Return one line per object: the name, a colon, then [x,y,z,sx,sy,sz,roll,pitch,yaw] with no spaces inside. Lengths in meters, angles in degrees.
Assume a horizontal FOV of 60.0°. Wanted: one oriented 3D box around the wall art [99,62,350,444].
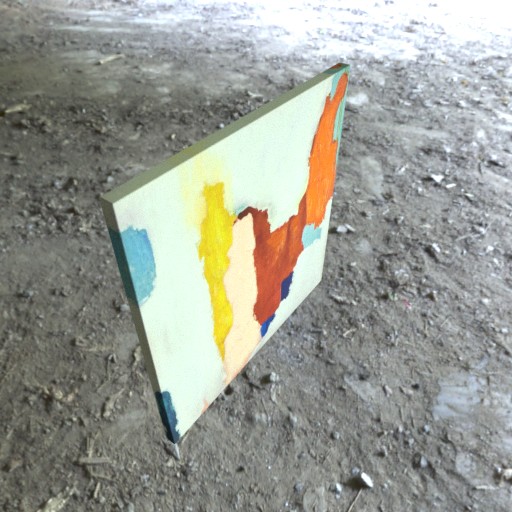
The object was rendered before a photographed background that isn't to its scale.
wall art: [0.000,0.000,1.529,0.044,1.017,1.017,26,48,26]
